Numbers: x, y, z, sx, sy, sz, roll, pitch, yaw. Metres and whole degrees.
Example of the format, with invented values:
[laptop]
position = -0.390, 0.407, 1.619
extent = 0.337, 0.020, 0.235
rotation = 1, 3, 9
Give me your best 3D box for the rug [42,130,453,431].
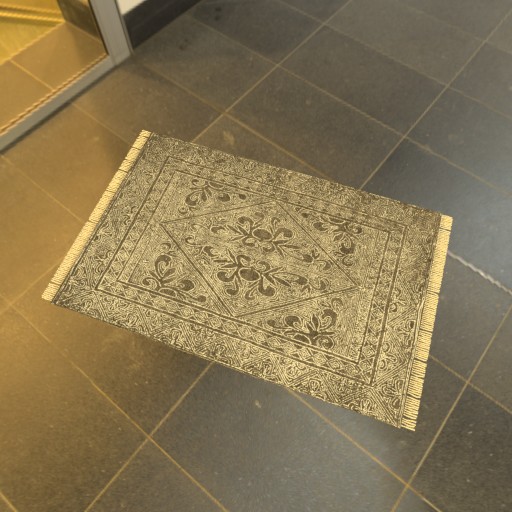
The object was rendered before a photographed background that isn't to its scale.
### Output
[rug]
position = 0.000, 0.000, 3.015
extent = 2.440, 0.010, 1.529
rotation = 17, 65, 9
